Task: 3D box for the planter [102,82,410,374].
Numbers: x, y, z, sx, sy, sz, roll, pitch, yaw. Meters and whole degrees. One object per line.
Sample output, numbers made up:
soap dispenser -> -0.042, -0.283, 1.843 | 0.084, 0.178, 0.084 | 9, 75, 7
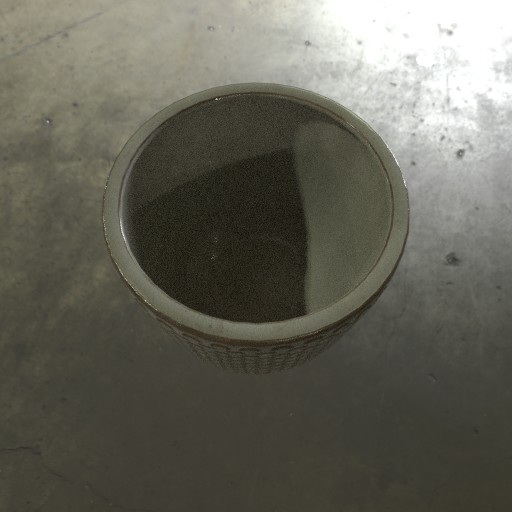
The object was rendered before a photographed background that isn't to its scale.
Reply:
planter -> 0.000, 0.000, 0.255 | 0.139, 0.130, 0.139 | 0, 64, 0
